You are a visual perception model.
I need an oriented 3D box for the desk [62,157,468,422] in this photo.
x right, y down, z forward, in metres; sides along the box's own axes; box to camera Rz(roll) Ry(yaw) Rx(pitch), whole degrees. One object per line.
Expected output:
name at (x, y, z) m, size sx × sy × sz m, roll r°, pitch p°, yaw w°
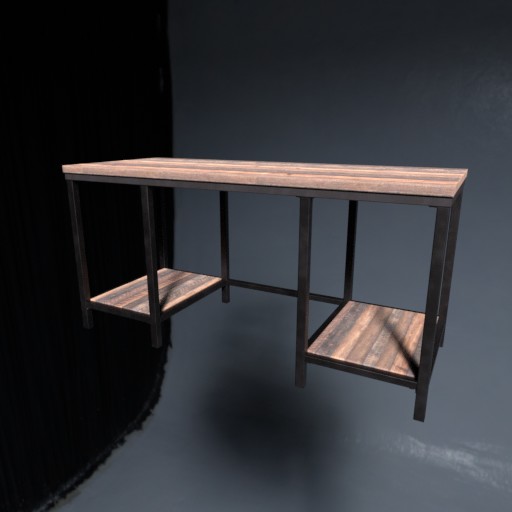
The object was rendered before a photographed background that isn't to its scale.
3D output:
desk at (0.000, 0.000, 1.910) m, size 1.538 × 0.753 × 0.617 m, roll 8°, pitch 18°, yaw 26°
